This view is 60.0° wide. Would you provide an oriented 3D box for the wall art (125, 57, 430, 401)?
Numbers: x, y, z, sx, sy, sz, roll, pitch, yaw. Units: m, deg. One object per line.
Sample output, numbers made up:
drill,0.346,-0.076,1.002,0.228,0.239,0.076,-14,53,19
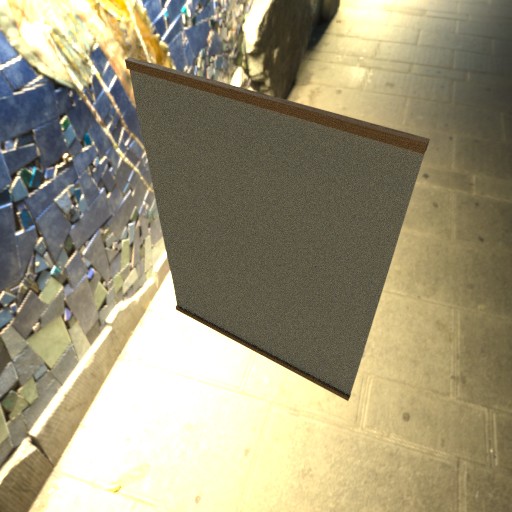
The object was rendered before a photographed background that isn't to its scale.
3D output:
wall art,0.000,0.000,0.800,0.458,0.605,0.011,23,49,22
